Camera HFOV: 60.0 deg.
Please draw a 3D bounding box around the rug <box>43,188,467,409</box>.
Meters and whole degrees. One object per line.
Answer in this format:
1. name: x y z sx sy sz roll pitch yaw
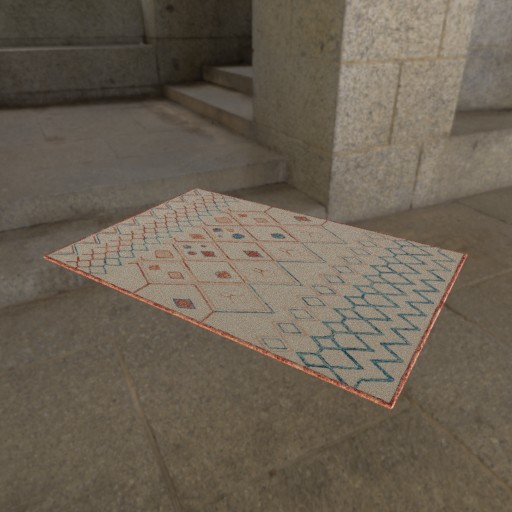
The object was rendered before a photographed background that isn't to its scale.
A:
1. rug: 0.000 0.000 2.294 1.829 0.016 1.219 17 33 29
